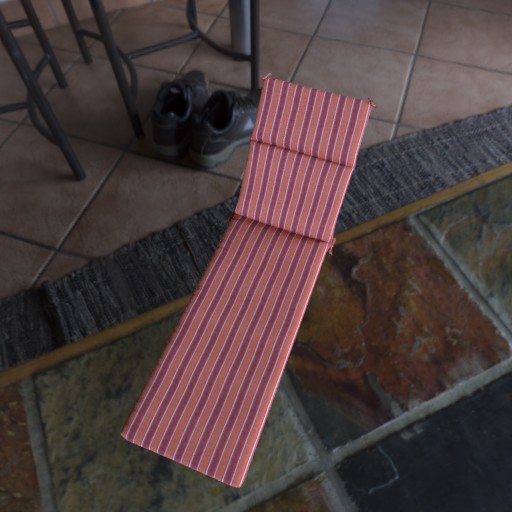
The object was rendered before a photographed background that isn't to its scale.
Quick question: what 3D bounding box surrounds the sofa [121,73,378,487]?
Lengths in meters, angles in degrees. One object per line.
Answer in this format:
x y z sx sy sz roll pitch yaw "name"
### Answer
0.000 0.000 1.902 0.582 0.622 1.663 18 59 11 "sofa"
